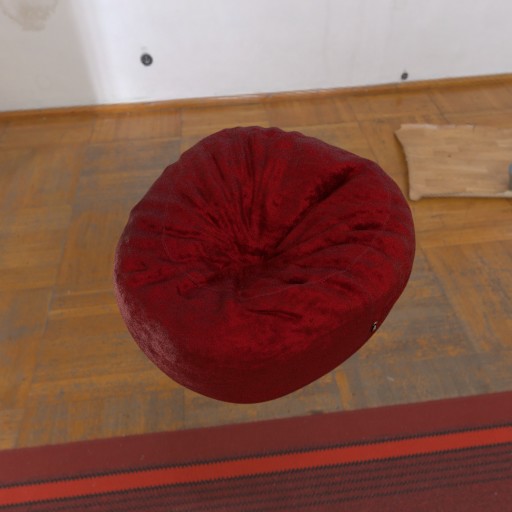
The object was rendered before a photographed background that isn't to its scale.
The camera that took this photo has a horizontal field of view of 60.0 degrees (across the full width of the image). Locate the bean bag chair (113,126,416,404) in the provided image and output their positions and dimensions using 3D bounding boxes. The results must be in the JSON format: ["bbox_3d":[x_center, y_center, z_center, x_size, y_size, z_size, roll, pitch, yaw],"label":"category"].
[{"bbox_3d":[0.000,0.000,2.455,1.524,0.878,1.524,30,54,25],"label":"bean bag chair"}]
